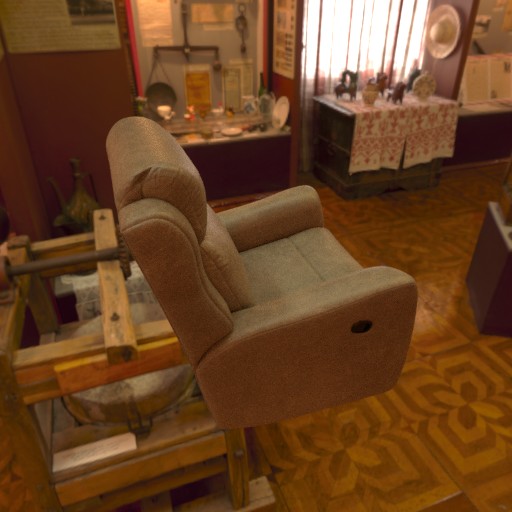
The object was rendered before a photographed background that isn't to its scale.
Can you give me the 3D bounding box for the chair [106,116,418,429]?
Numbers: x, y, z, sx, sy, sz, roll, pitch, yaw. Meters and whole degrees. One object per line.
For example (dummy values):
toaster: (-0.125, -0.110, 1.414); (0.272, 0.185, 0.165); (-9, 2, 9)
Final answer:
chair: (0.000, 0.000, 1.910); (1.068, 1.116, 0.965); (-10, 33, -16)
